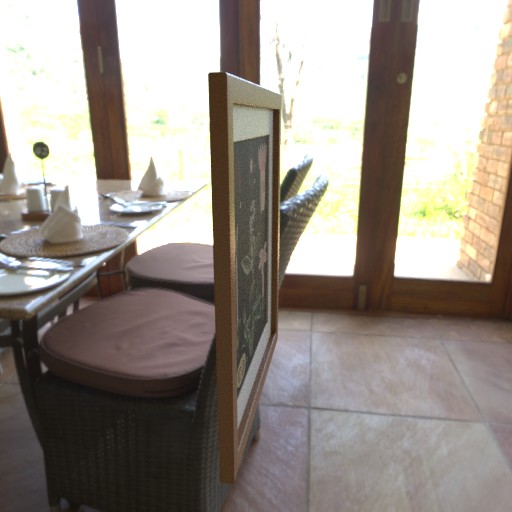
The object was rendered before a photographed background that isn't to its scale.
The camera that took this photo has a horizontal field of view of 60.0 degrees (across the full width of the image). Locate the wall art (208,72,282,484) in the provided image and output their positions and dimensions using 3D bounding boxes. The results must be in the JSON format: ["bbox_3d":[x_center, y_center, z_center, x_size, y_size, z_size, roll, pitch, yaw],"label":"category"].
[{"bbox_3d":[0.000,0.000,0.767,0.021,0.550,0.449,3,17,10],"label":"wall art"}]
